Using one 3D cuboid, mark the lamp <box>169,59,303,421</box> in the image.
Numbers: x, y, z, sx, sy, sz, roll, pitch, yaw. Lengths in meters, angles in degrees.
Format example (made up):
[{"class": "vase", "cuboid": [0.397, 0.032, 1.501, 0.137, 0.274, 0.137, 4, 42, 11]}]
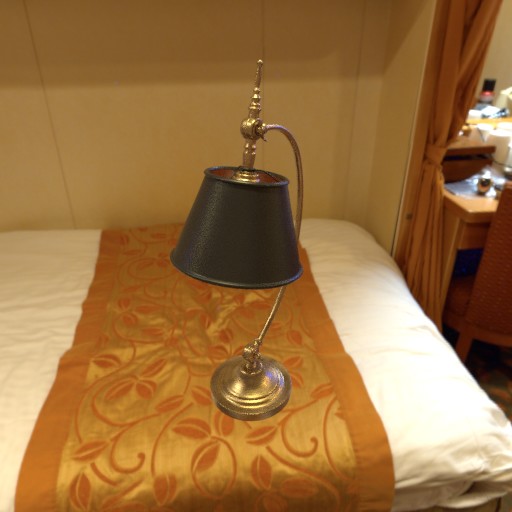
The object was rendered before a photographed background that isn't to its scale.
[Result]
[{"class": "lamp", "cuboid": [0.000, 0.000, 0.832, 0.235, 0.675, 0.344, 19, 35, 30]}]
